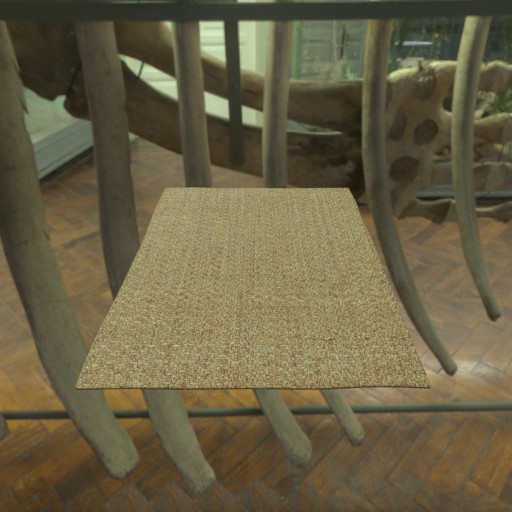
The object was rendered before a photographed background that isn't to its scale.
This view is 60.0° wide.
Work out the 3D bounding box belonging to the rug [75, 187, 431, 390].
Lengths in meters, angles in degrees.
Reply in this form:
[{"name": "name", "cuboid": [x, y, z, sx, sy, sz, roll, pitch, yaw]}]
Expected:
[{"name": "rug", "cuboid": [0.000, 0.000, 2.792, 1.566, 0.013, 2.141, 0, 32, 0]}]
